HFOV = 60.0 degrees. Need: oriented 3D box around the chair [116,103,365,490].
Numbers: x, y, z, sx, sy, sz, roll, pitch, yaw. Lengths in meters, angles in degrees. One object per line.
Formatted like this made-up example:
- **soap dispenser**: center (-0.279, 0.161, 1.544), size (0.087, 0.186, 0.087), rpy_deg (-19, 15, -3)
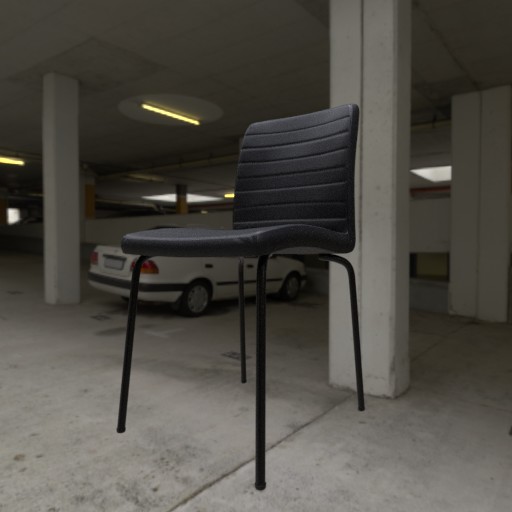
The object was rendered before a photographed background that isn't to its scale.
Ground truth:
- **chair**: center (0.000, 0.000, 1.185), size (0.450, 0.872, 0.572), rpy_deg (1, 2, 36)
